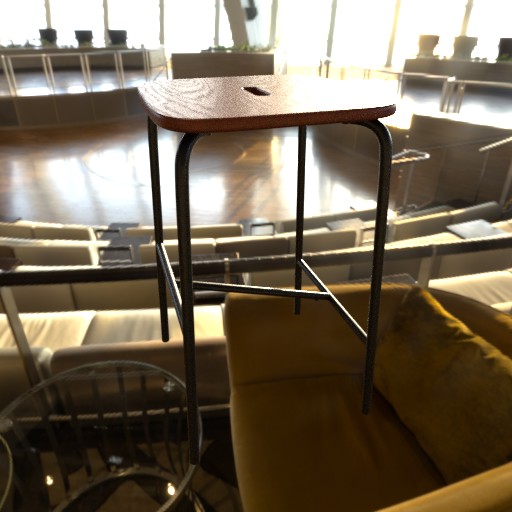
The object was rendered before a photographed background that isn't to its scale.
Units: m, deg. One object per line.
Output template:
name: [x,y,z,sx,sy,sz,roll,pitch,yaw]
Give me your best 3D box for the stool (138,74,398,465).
stool: [0.000,0.000,0.864,0.376,0.610,0.376,-9,31,-16]
